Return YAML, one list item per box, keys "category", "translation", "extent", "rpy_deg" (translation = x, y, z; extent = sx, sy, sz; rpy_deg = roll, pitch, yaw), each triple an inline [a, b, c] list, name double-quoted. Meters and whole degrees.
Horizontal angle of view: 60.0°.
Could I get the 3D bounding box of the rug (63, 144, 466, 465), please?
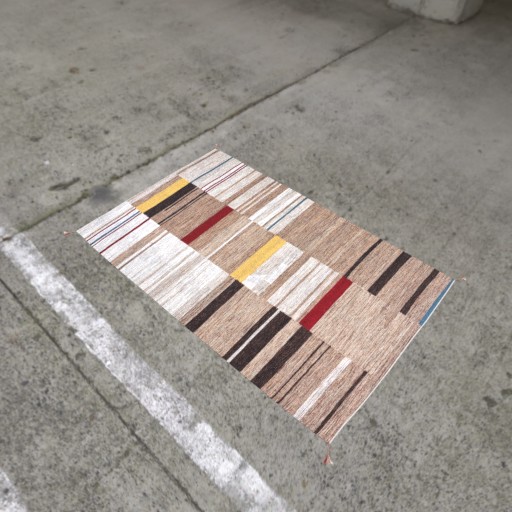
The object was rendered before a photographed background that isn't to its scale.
- category: "rug"
  translation: [0.000, 0.000, 2.454]
  extent: [1.918, 0.007, 1.268]
  rpy_deg: [34, 56, 27]
